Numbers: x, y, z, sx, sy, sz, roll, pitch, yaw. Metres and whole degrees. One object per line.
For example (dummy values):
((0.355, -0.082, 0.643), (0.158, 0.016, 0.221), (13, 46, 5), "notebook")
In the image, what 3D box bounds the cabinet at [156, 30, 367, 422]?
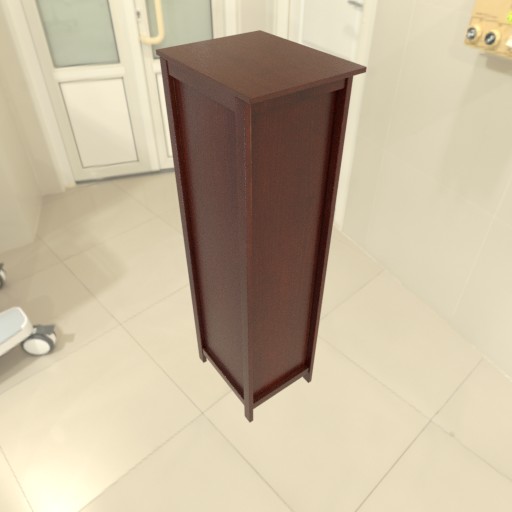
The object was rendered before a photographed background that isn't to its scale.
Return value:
((0.000, 0.000, 1.787), (0.401, 1.518, 0.500), (-25, 46, -27), "cabinet")
